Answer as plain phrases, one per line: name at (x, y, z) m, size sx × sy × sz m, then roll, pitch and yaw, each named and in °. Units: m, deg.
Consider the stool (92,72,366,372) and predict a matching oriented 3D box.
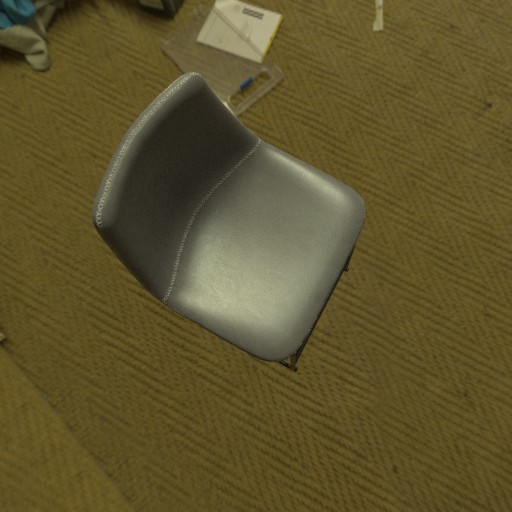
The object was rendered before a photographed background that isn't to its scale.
stool at (0.000, 0.000, 1.192) m, size 0.546 × 0.876 × 0.470 m, roll 28°, pitch 79°, yaw 6°
